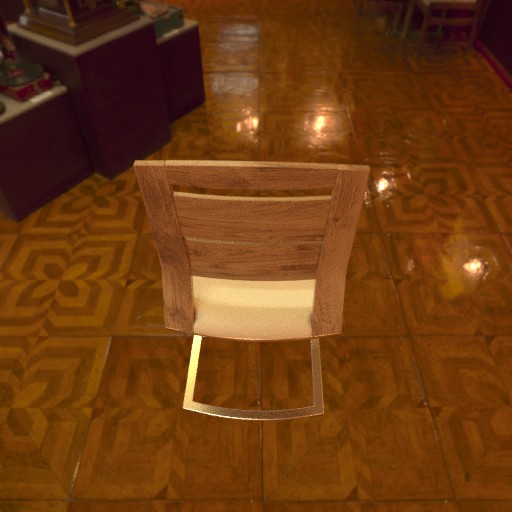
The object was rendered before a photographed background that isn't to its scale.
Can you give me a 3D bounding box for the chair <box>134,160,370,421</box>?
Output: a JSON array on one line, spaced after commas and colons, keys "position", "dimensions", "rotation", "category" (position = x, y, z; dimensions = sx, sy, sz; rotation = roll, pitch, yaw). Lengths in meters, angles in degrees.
[{"position": [0.000, 0.000, 1.261], "dimensions": [0.457, 0.955, 0.561], "rotation": [2, 47, 2], "category": "chair"}]
